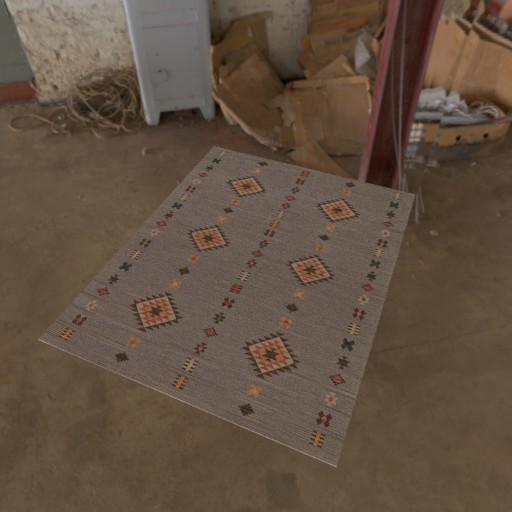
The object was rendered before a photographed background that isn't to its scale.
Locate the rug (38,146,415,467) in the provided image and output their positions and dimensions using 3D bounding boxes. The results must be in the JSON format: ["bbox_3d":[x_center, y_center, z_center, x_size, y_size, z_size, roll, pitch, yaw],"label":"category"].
[{"bbox_3d":[0.000,0.000,4.122,2.425,0.008,3.035,17,48,16],"label":"rug"}]
